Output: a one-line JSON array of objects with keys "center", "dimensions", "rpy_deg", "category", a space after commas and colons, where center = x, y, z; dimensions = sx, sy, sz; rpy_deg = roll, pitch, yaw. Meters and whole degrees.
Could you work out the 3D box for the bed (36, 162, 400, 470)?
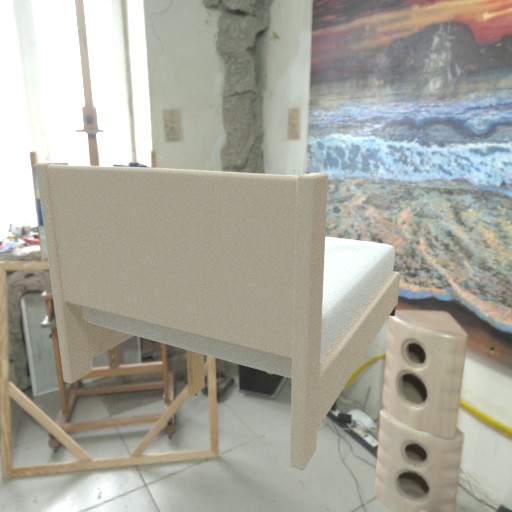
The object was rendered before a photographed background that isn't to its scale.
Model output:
[{"center": [0.000, 0.000, 3.407], "dimensions": [1.778, 1.471, 2.293], "rpy_deg": [8, 17, 27], "category": "bed"}]
